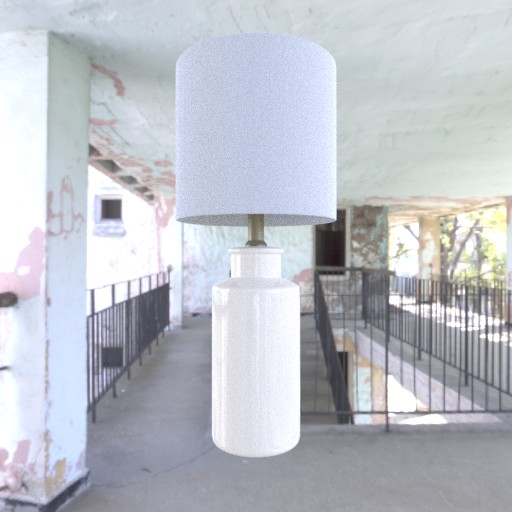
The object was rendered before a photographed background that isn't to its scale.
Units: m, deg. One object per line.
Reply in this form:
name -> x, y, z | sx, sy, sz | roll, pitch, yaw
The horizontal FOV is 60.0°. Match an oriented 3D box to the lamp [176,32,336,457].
lamp -> 0.000, 0.000, 0.594 | 0.212, 0.493, 0.212 | 0, 0, 19
